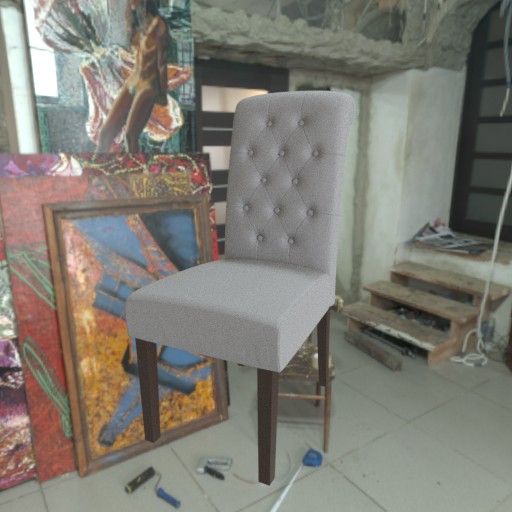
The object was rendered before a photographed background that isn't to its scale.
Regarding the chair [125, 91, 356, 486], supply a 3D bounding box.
[{"bbox_3d":[0.000,0.000,1.360,0.456,1.006,0.671,7,15,26],"label":"chair"}]
